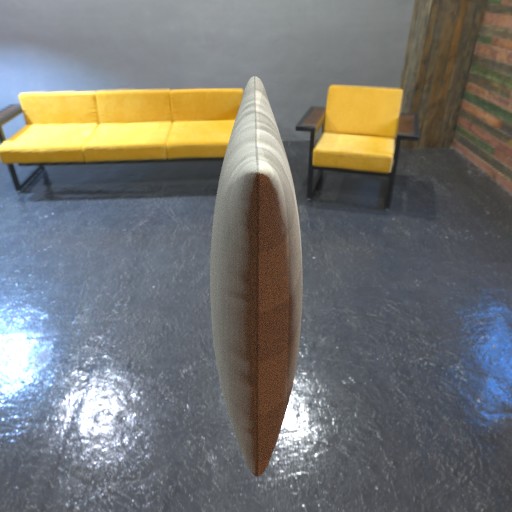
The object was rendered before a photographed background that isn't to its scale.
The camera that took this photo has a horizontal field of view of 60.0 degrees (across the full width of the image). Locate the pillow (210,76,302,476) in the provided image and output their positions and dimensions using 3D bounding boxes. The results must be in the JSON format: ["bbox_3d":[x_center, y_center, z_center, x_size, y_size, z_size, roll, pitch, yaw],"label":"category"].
[{"bbox_3d":[0.000,0.000,0.779,0.161,0.509,0.511,0,32,0],"label":"pillow"}]
